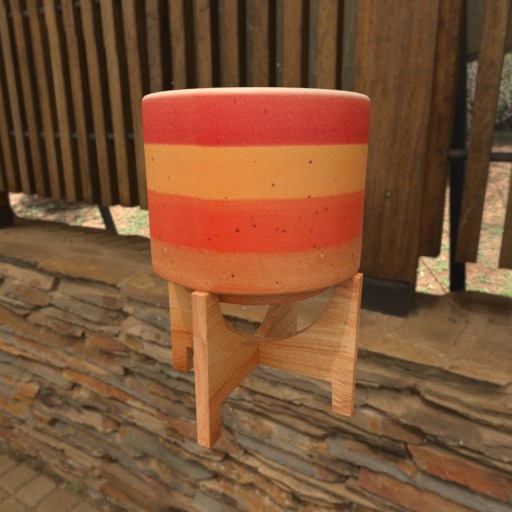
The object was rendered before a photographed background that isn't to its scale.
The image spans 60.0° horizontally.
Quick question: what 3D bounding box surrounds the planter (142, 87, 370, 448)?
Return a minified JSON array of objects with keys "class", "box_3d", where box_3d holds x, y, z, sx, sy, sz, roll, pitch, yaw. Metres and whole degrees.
[{"class":"planter","box_3d":[0.000,0.000,0.563,0.269,0.379,0.269,0,15,0]}]
